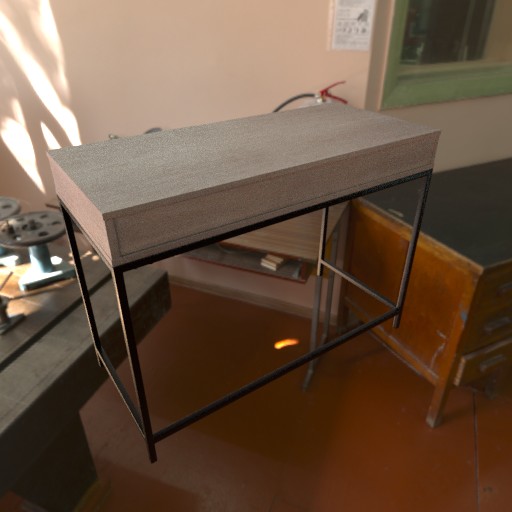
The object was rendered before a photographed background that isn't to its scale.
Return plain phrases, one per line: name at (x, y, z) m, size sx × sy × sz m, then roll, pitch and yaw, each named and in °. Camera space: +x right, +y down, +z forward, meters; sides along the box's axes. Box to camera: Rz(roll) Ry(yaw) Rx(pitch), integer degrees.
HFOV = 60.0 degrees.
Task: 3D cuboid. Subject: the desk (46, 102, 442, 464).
desk at (0.000, 0.000, 1.433) m, size 1.016 × 0.762 × 0.470 m, roll -19°, pitch 36°, yaw -29°
